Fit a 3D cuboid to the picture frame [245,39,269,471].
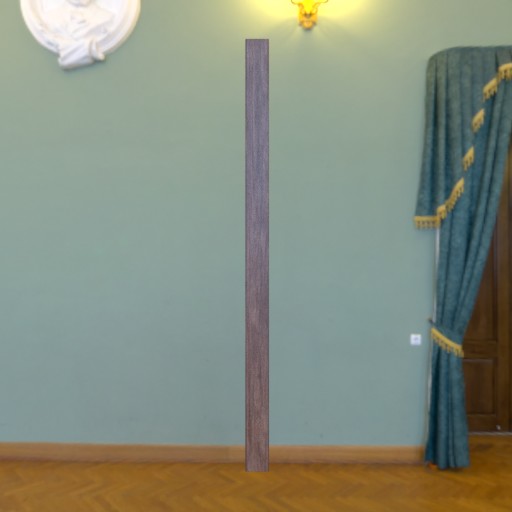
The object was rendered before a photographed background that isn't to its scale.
[{"bbox_3d":[0.000,0.000,0.748,0.025,0.457,0.559,0,0,0],"label":"picture frame"}]
